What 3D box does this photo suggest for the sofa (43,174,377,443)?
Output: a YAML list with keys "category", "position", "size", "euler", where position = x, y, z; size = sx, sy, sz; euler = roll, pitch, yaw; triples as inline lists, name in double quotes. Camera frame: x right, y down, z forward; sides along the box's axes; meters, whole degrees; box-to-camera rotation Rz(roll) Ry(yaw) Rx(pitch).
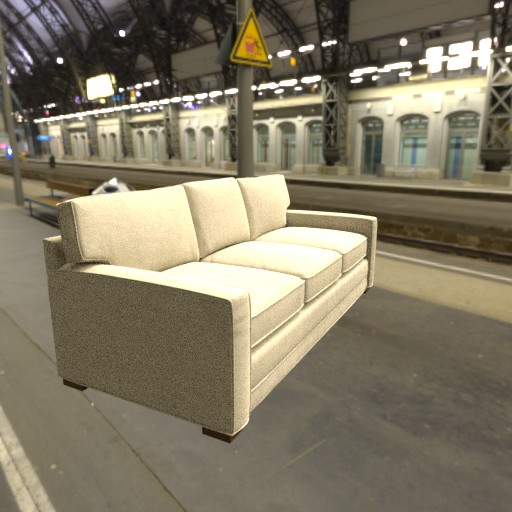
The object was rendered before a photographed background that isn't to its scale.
- category: "sofa"
  position: [0.000, 0.000, 2.585]
  size: [0.936, 0.862, 2.093]
  euler: [7, 15, 27]
